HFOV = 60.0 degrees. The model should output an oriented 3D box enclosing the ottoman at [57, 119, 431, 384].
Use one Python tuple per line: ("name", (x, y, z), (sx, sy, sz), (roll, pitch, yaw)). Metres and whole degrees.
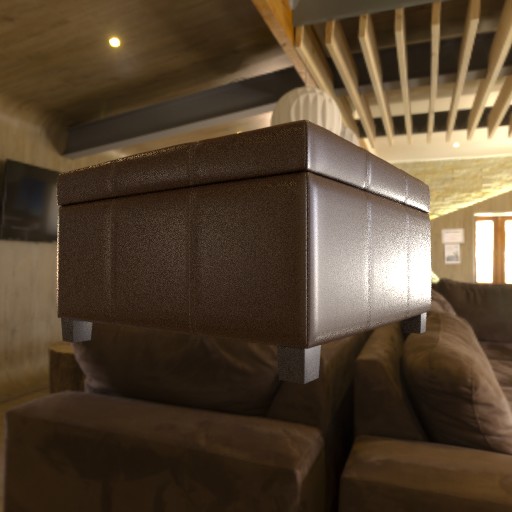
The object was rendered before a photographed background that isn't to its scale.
("ottoman", (0.000, 0.000, 1.276), (0.787, 0.460, 0.788), (-1, -2, 36))
